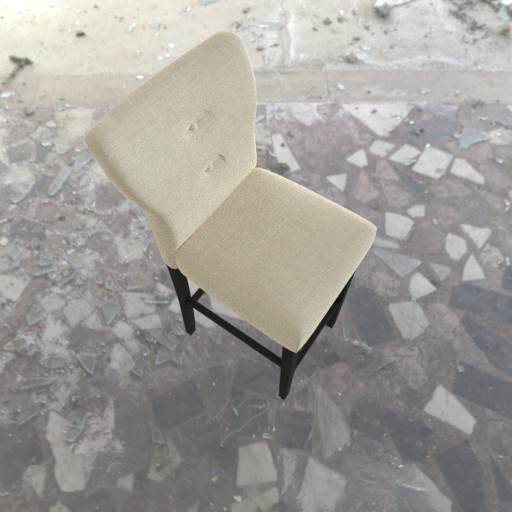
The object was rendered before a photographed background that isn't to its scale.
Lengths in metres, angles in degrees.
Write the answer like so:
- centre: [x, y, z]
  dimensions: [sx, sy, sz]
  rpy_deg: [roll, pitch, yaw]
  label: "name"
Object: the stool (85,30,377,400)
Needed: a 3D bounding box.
- centre: [0.000, 0.000, 1.445]
  dimensions: [0.603, 1.124, 0.516]
  rpy_deg: [31, 63, 18]
  label: "stool"
